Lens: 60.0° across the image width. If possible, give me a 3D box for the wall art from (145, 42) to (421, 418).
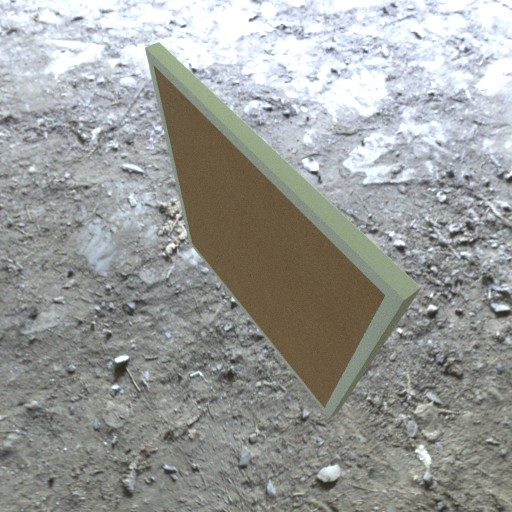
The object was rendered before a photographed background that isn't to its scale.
[{"bbox_3d":[0.000,0.000,1.124,0.036,0.760,0.760,-32,63,-19],"label":"wall art"}]
